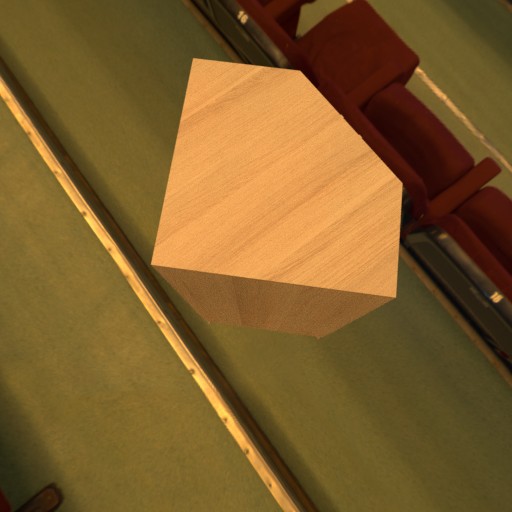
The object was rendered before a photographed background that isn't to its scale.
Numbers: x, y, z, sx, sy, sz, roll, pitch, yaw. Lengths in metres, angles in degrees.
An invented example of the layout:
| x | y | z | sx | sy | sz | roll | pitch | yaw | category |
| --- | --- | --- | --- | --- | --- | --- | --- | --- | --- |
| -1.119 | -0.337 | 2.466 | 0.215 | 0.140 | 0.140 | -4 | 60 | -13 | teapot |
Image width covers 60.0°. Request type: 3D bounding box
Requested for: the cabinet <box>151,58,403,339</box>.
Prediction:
| x | y | z | sx | sy | sz | roll | pitch | yaw | category |
| --- | --- | --- | --- | --- | --- | --- | --- | --- | --- |
| 0.000 | 0.000 | 2.651 | 0.969 | 1.957 | 1.272 | -36 | 78 | -9 | cabinet |
